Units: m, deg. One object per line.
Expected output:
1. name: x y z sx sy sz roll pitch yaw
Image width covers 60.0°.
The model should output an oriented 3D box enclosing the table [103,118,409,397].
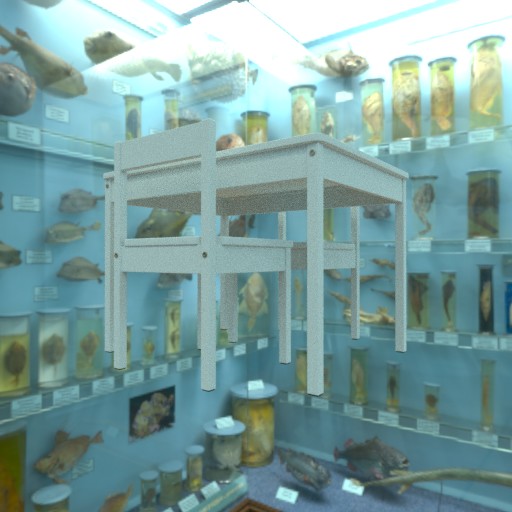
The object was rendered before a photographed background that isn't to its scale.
1. table: 0.000 0.000 1.164 0.650 0.503 0.672 0 0 37
